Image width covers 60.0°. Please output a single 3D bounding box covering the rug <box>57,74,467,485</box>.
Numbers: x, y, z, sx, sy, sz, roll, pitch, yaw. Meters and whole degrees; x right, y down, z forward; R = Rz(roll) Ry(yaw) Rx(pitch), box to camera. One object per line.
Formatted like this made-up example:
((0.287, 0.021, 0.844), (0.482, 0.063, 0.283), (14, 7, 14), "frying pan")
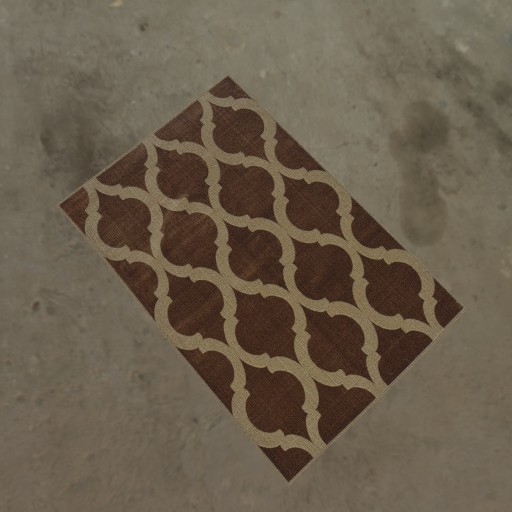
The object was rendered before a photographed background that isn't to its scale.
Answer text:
((0.000, 0.000, 2.860), (1.526, 0.014, 2.290), (-41, 79, -10), "rug")
